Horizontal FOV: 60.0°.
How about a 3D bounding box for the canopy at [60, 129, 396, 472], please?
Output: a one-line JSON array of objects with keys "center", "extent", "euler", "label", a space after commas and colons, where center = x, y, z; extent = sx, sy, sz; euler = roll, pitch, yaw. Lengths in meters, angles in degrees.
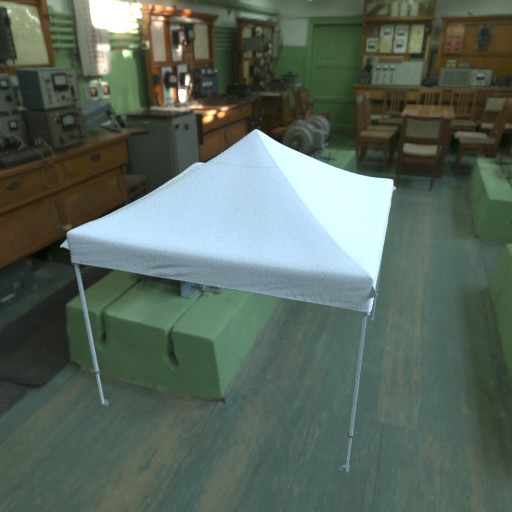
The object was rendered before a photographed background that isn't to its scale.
[{"center": [0.000, 0.000, 5.383], "extent": [2.996, 2.998, 2.994], "euler": [8, 27, 17], "label": "canopy"}]
